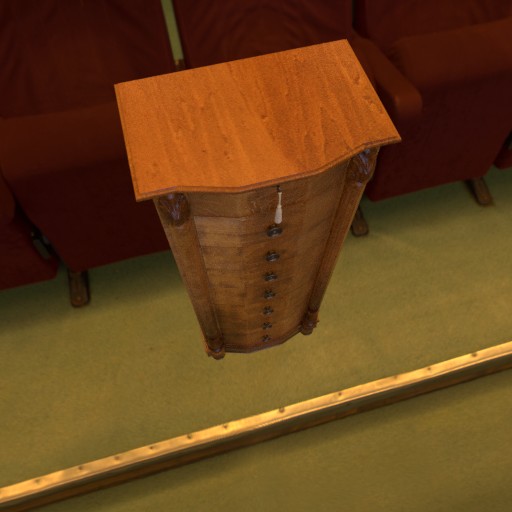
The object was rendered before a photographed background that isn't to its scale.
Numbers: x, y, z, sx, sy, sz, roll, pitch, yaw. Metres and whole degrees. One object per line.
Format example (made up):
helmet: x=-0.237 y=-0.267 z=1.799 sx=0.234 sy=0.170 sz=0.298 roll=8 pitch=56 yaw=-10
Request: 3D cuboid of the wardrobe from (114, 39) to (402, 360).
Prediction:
wardrobe: x=0.000 y=0.000 z=1.115 sx=0.406 sy=0.959 sz=0.273 roll=-14 pitch=64 yaw=-7
